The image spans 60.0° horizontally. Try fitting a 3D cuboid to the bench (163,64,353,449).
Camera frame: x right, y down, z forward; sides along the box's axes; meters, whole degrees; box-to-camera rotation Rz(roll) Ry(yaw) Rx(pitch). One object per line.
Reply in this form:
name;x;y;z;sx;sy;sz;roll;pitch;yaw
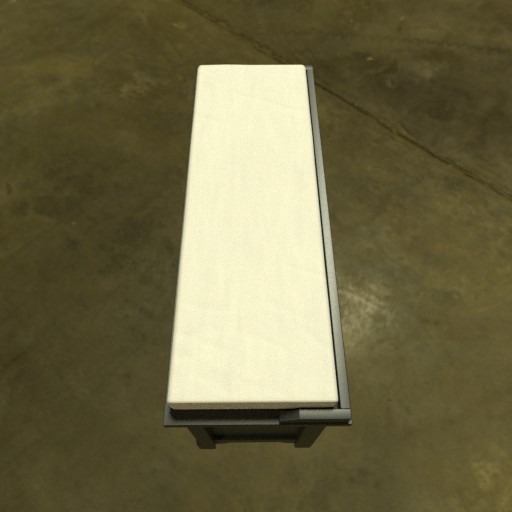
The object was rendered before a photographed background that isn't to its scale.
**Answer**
bench;0.000;0.000;1.240;0.345;0.561;0.973;0;59;0
